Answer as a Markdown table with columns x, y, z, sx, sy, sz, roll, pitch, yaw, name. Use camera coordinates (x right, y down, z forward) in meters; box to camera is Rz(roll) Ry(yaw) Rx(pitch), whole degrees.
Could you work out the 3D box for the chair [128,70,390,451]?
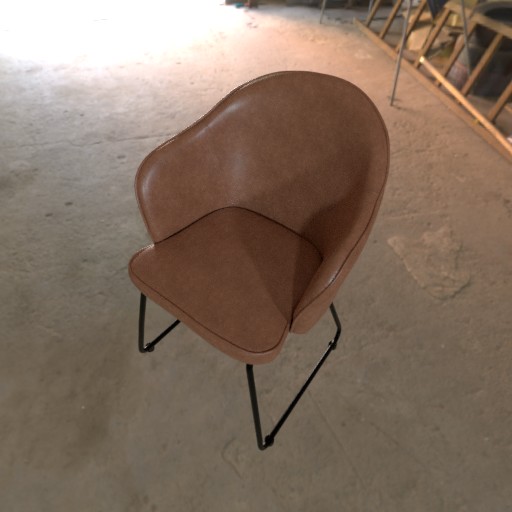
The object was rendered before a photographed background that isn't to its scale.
| x | y | z | sx | sy | sz | roll | pitch | yaw | name |
| --- | --- | --- | --- | --- | --- | --- | --- | --- | --- |
| 0.000 | 0.000 | 1.188 | 0.582 | 0.785 | 0.580 | 29 | 53 | 25 | chair |
